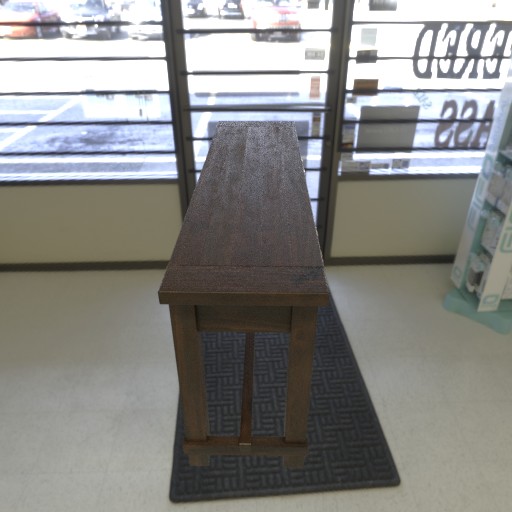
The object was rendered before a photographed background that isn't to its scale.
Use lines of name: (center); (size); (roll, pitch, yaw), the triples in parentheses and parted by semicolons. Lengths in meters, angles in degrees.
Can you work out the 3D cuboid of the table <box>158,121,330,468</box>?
table: (0.000, 0.000, 1.939); (0.442, 0.762, 1.599); (1, 31, 1)
